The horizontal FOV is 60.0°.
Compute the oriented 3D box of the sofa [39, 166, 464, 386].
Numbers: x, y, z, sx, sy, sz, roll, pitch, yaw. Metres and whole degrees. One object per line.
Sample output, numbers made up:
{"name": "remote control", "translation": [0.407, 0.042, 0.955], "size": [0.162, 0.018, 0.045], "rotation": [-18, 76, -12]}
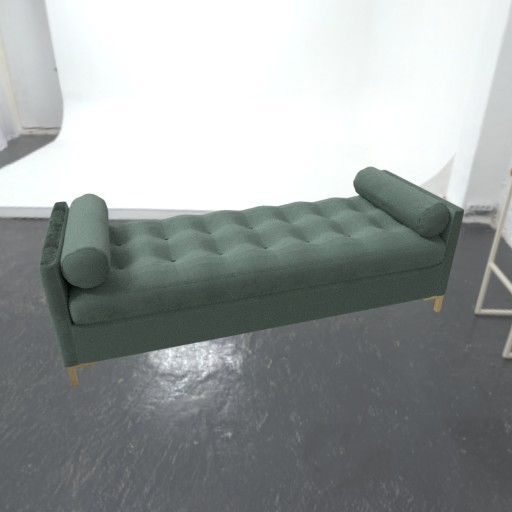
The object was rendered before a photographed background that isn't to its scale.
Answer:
{"name": "sofa", "translation": [0.000, 0.000, 2.509], "size": [2.102, 0.705, 0.796], "rotation": [-8, 29, -15]}
